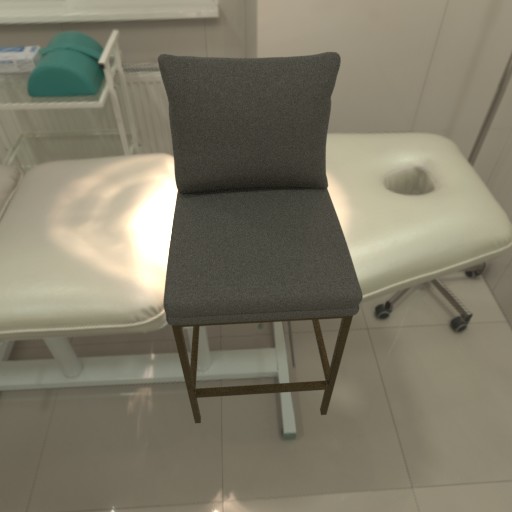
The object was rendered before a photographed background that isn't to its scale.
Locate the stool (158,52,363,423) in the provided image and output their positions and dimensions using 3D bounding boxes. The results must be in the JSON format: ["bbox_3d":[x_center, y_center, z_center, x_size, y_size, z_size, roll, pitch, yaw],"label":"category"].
[{"bbox_3d":[0.000,0.000,1.302,0.463,1.030,0.569,-3,47,-3],"label":"stool"}]
